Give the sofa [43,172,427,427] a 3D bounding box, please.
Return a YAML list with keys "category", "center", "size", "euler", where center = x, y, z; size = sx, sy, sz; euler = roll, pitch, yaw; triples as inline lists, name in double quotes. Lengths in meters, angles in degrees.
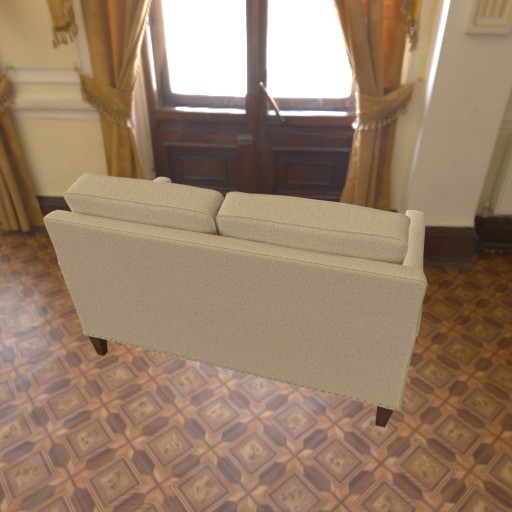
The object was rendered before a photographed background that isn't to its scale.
- category: "sofa"
  center: [0.000, 0.000, 2.231]
  size: [1.597, 1.003, 1.084]
  euler: [10, 33, 15]
